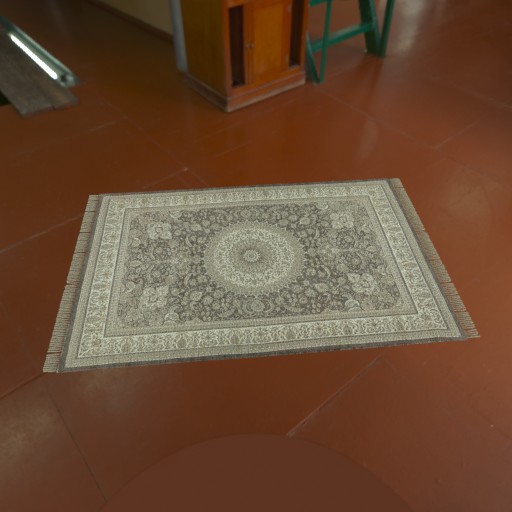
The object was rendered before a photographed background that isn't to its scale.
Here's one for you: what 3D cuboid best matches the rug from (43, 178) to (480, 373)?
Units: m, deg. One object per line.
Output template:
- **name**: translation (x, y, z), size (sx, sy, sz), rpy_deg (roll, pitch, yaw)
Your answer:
- **rug**: translation (0.000, 0.000, 4.166), size (3.422, 0.015, 2.143), rpy_deg (-4, 47, -4)
